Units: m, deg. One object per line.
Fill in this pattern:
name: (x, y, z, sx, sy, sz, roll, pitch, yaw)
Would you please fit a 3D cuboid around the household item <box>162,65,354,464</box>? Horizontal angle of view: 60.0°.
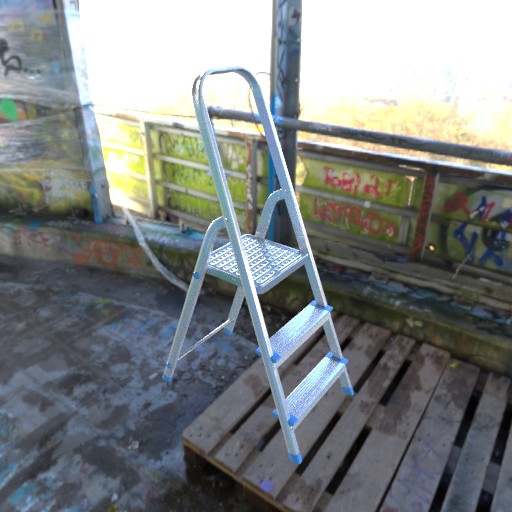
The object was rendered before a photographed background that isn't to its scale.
household item: (0.000, 0.000, 1.555, 0.687, 1.215, 0.420, 20, 34, 32)
